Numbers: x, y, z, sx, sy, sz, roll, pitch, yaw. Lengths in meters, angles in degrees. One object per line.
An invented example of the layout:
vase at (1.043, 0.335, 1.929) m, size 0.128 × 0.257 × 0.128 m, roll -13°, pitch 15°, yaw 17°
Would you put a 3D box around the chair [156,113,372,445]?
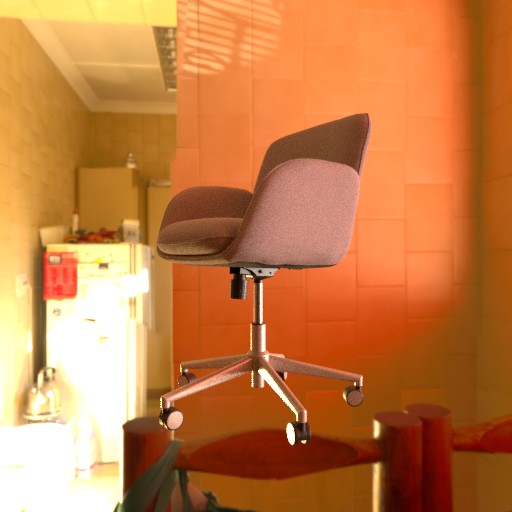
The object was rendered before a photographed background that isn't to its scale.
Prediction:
chair at (0.000, 0.000, 1.416) m, size 0.654 × 0.959 × 0.648 m, roll 0°, pitch 0°, yaw -38°
